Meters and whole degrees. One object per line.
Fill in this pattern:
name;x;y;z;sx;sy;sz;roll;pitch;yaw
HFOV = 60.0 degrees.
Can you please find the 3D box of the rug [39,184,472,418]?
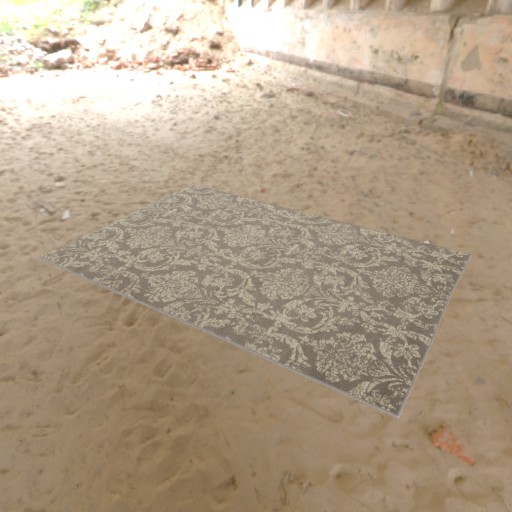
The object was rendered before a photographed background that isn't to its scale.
rug;0.000;0.000;3.365;2.746;0.018;1.819;18;35;28
